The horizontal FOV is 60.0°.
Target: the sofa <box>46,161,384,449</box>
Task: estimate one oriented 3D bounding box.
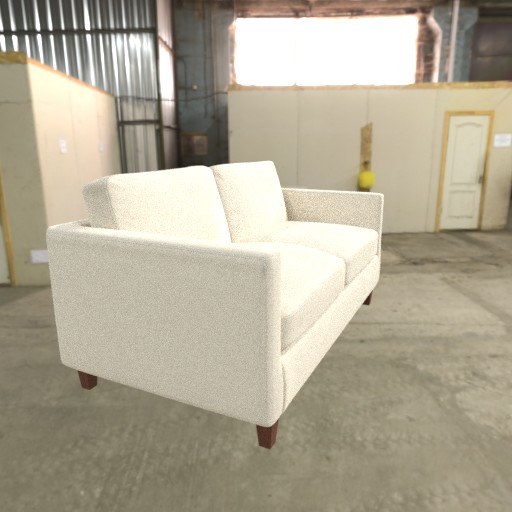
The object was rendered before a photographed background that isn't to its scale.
[{"bbox_3d":[0.000,0.000,2.227,0.964,0.888,1.702,7,16,26],"label":"sofa"}]
